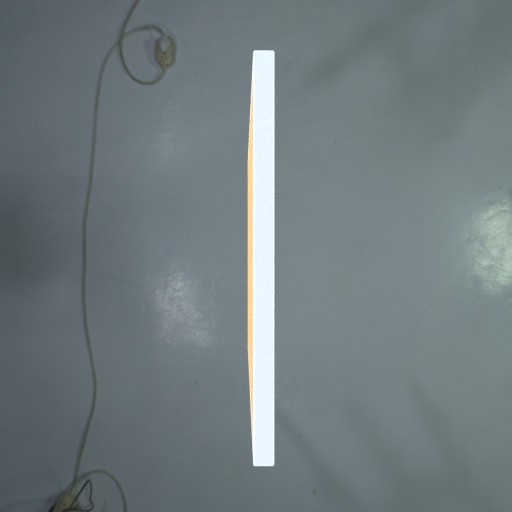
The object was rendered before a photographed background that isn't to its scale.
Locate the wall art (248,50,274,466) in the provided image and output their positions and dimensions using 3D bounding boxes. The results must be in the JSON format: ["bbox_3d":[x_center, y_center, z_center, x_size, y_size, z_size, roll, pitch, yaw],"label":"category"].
[{"bbox_3d":[0.000,0.000,1.583,0.046,1.221,0.914,0,91,-2],"label":"wall art"}]
